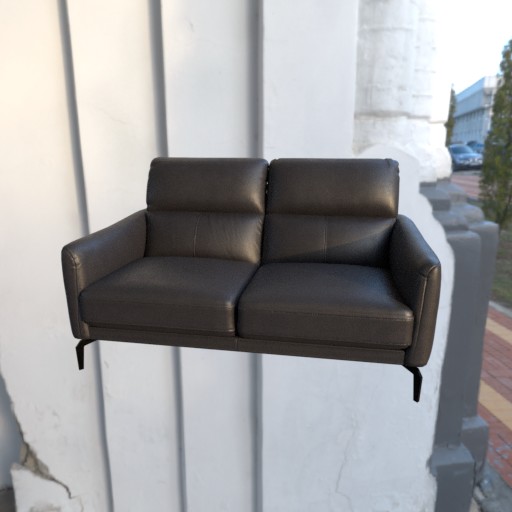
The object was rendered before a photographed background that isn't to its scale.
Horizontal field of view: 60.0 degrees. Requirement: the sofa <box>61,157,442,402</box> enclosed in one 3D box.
[{"bbox_3d":[0.000,0.000,2.184,1.596,0.920,0.958,3,15,10],"label":"sofa"}]
